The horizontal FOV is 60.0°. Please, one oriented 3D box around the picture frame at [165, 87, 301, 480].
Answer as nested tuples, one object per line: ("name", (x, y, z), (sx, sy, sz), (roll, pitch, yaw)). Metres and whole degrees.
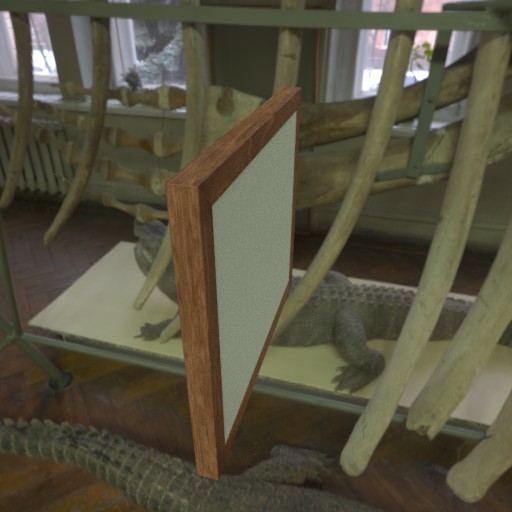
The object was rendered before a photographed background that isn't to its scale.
("picture frame", (0.000, 0.000, 0.545), (0.025, 0.330, 0.381), (8, 32, 13))
